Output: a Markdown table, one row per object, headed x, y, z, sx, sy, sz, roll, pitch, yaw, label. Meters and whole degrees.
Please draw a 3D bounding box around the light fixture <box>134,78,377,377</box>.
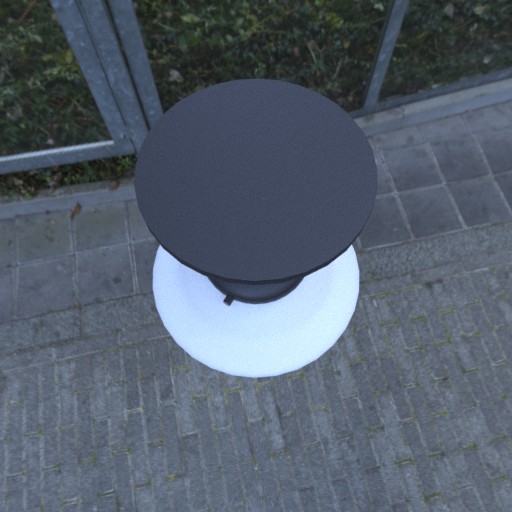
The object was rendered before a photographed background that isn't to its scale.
| x | y | z | sx | sy | sz | roll | pitch | yaw | label |
| --- | --- | --- | --- | --- | --- | --- | --- | --- | --- |
| 0.000 | 0.000 | 0.390 | 0.197 | 0.254 | 0.197 | 0 | 64 | 0 | light fixture |
